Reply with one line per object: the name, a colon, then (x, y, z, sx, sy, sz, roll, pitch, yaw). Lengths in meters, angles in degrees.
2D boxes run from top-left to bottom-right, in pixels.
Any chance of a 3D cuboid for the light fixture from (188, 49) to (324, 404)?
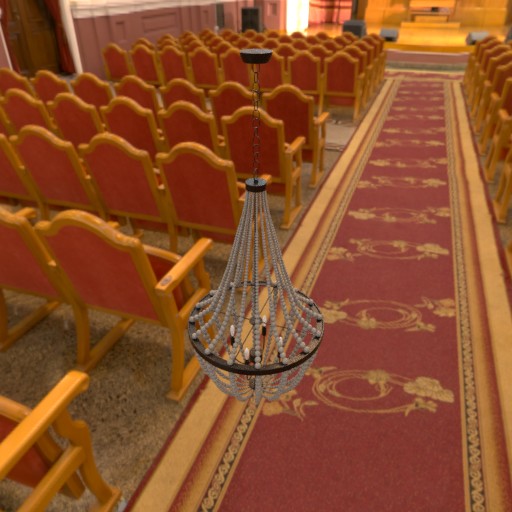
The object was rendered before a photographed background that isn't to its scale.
light fixture: (0.000, 0.000, 1.339, 0.450, 1.133, 0.450, 0, 32, 0)
